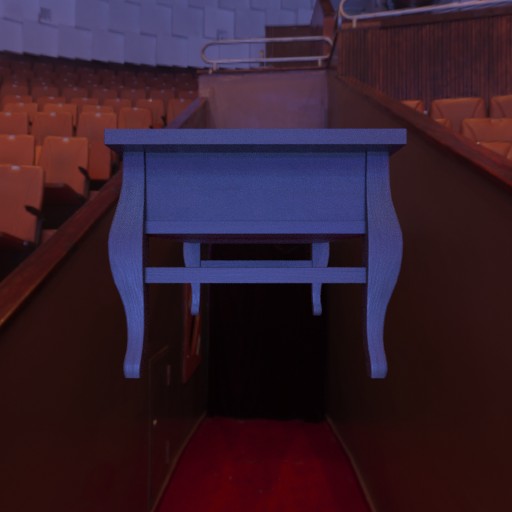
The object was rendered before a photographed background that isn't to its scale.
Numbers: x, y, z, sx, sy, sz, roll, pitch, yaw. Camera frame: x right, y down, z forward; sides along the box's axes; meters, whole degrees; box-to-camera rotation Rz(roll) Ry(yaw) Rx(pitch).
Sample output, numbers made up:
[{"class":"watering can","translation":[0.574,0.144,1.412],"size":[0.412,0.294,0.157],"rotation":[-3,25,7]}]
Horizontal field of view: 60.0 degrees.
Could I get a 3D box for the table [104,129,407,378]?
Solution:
[{"class":"table","translation":[0.000,0.000,1.384],"size":[0.600,0.494,1.062],"rotation":[0,0,0]}]
